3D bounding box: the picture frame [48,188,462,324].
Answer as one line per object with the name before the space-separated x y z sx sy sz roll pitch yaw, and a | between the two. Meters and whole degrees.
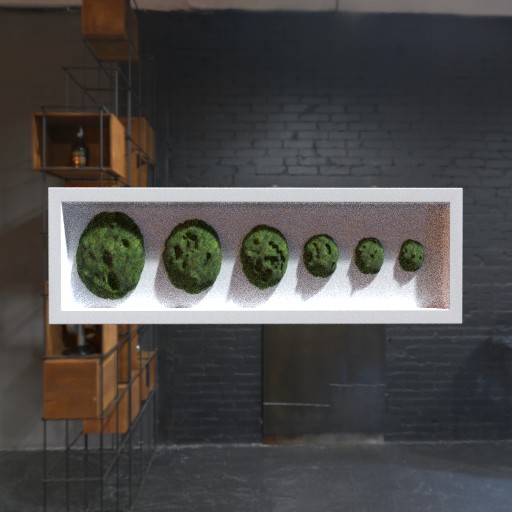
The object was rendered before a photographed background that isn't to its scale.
picture frame | 0.000 0.000 0.838 0.759 0.250 0.050 0 0 0
